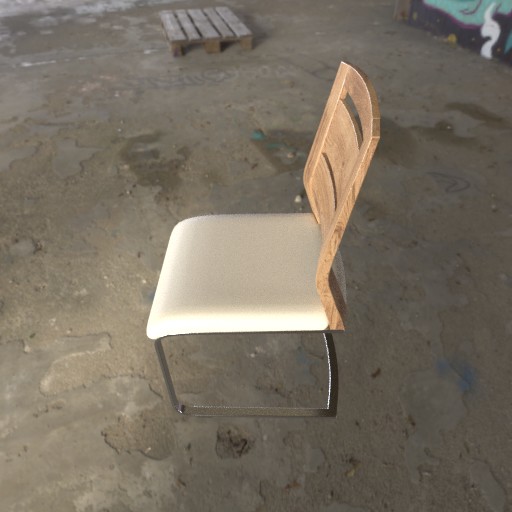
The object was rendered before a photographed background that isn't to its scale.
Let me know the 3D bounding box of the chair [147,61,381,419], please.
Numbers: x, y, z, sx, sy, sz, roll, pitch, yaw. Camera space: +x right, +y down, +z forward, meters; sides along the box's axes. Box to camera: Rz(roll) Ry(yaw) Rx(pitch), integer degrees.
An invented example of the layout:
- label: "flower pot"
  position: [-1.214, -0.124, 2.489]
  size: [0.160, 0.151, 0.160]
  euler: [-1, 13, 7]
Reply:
- label: "chair"
  position: [0.000, 0.000, 1.240]
  size: [0.561, 0.955, 0.457]
  euler: [1, 41, 1]
